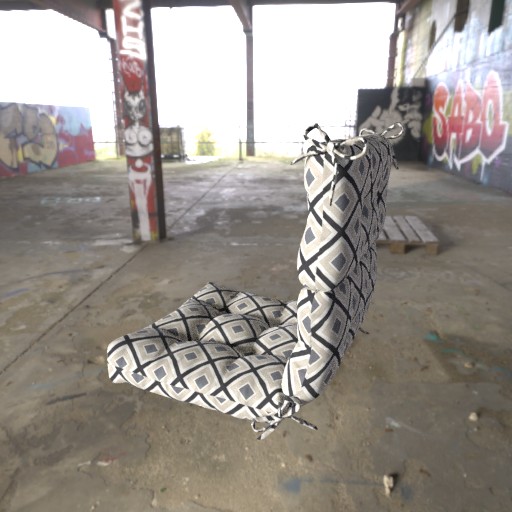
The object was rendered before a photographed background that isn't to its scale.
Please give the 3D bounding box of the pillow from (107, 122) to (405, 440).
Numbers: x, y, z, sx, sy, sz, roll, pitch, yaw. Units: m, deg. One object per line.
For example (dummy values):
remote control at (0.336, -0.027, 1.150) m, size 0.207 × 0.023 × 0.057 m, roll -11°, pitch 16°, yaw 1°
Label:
pillow at (0.000, 0.000, 1.042) m, size 0.571 × 0.605 × 0.519 m, roll 8°, pitch 19°, yaw 23°
